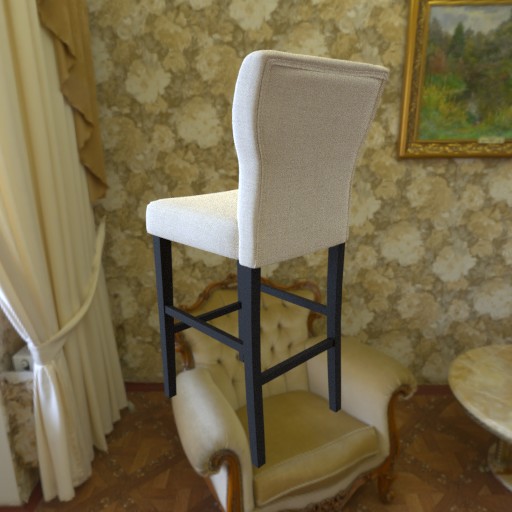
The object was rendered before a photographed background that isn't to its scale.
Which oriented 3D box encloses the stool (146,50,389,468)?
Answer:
[{"bbox_3d":[0.000,0.000,1.427,0.516,1.124,0.603,-15,22,-42],"label":"stool"}]
